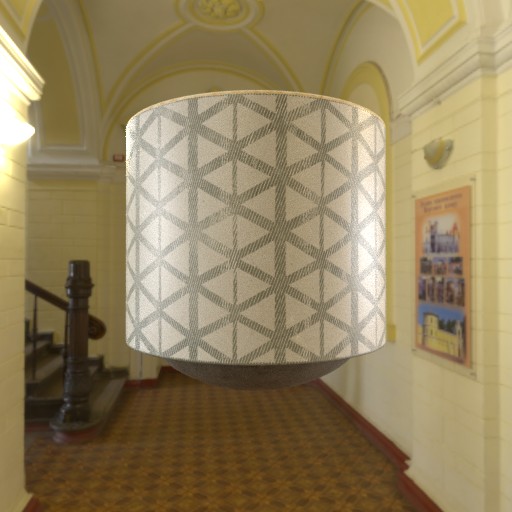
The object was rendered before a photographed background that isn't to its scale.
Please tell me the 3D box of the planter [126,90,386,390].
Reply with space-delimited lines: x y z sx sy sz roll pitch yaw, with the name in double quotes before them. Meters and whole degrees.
"planter" 0.000 0.000 0.444 0.250 0.239 0.250 0 0 0
